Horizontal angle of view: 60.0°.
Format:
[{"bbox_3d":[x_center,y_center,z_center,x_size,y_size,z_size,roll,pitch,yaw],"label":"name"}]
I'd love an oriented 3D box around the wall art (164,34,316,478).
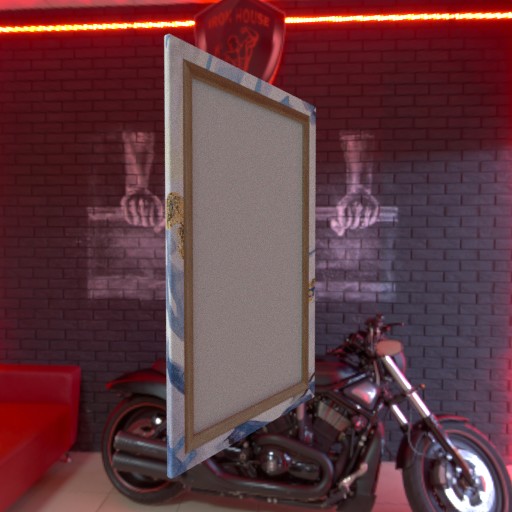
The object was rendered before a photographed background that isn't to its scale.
[{"bbox_3d":[0.000,0.000,1.155,0.016,0.914,0.610,1,2,36],"label":"wall art"}]
